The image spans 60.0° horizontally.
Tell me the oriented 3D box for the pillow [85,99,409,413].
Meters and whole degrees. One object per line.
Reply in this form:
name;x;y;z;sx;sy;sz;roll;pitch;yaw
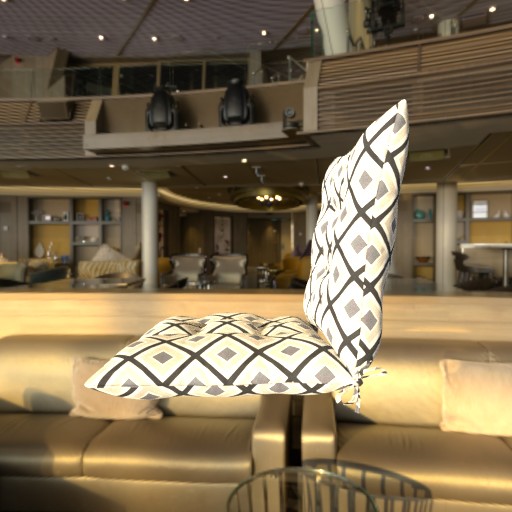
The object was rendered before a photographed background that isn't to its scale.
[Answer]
pillow;0.000;0.000;0.995;0.585;0.536;0.541;0;1;-1
